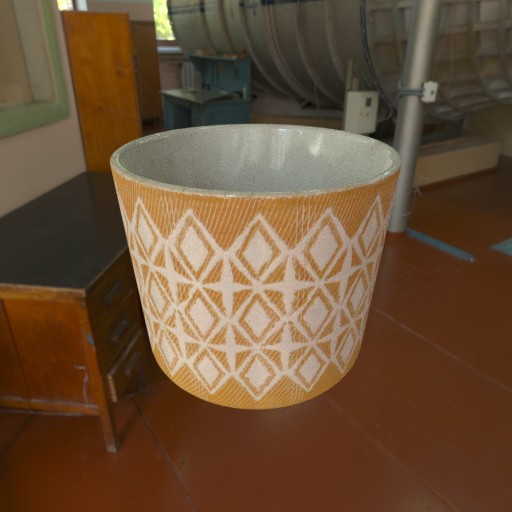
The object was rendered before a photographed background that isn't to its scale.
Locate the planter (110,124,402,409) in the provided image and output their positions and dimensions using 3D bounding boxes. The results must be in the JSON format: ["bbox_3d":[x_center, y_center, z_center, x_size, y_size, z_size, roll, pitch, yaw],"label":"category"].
[{"bbox_3d":[0.000,0.000,0.341,0.193,0.165,0.193,0,27,0],"label":"planter"}]
